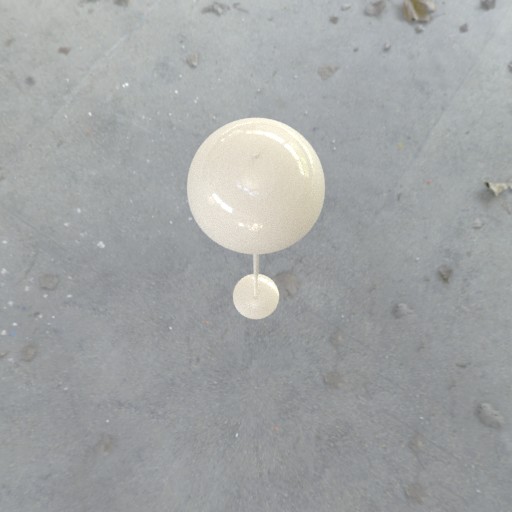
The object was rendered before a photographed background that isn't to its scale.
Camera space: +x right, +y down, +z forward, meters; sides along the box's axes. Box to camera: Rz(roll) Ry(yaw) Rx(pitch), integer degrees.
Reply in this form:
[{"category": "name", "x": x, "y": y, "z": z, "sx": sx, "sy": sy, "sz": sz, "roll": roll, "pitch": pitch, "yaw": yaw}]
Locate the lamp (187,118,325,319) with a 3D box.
[{"category": "lamp", "x": 0.000, "y": 0.000, "z": 1.608, "sx": 0.328, "sy": 1.480, "sz": 0.328, "roll": 33, "pitch": 76, "yaw": 9}]
